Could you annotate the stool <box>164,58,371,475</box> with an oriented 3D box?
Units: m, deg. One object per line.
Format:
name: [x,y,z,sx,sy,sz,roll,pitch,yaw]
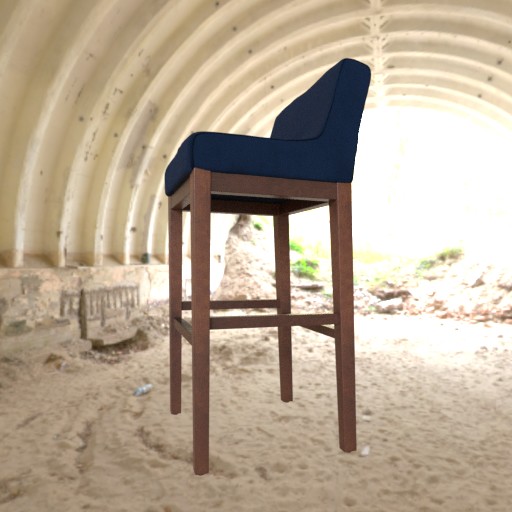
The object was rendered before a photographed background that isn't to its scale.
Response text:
stool: [0.000,0.000,1.327,0.500,1.037,0.511,0,0,-18]
